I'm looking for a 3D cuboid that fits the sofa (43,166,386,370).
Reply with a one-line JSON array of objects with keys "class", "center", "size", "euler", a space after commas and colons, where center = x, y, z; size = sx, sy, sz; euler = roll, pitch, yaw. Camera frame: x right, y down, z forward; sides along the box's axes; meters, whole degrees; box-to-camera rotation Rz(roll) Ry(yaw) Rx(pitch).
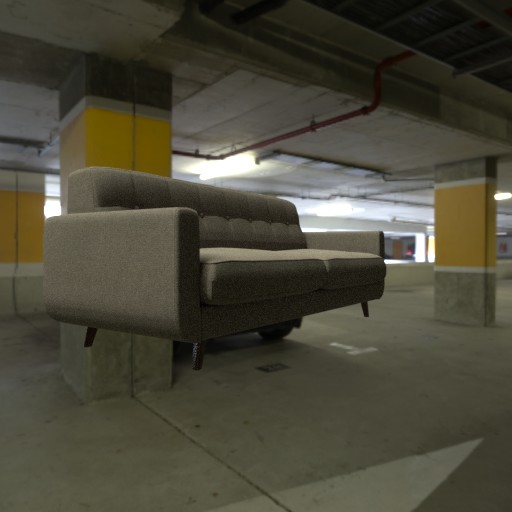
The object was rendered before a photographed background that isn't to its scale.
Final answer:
[{"class": "sofa", "center": [0.000, 0.000, 2.542], "size": [0.909, 0.841, 2.029], "euler": [0, 0, 36]}]
